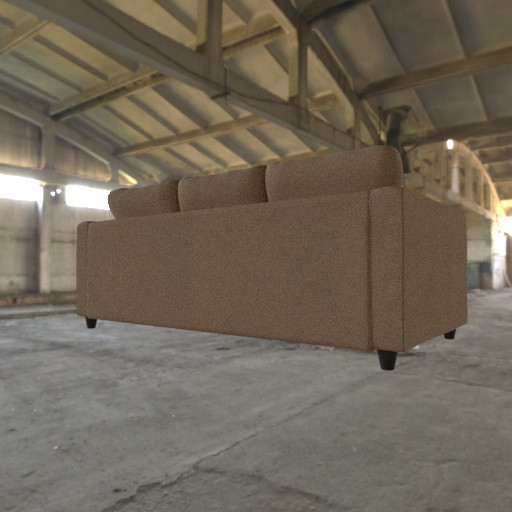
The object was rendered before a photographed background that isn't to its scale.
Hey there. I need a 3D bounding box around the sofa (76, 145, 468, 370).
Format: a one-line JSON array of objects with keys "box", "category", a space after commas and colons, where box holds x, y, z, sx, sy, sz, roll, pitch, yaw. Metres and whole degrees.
[{"box": [0.000, 0.000, 2.314, 1.855, 0.800, 0.930, -1, -2, 37], "category": "sofa"}]
